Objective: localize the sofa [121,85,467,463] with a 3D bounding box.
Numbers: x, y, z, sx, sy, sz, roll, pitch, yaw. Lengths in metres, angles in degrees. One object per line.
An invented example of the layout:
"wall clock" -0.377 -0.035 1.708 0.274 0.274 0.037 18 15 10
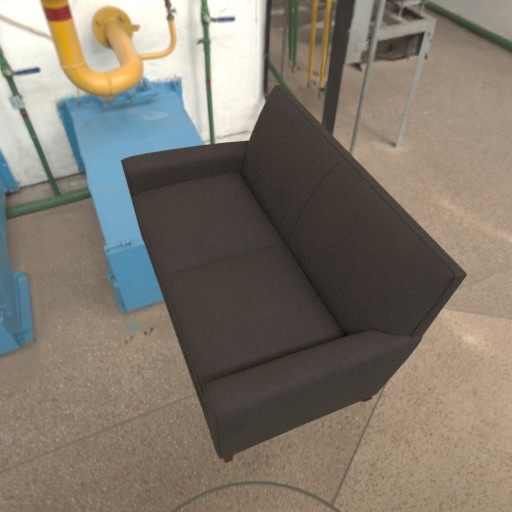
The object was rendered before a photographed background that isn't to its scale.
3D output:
"sofa" 0.000 0.000 1.984 0.871 0.846 1.420 -17 50 -15
